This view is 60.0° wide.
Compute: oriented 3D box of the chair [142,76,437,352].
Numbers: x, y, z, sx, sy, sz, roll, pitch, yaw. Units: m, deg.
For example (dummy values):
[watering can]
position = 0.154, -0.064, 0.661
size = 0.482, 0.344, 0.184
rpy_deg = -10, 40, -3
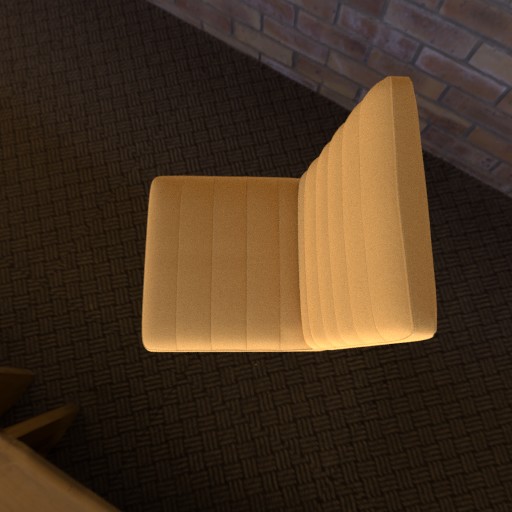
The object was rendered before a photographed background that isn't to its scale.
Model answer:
[chair]
position = 0.000, 0.000, 1.242
size = 0.634, 0.930, 0.520
rpy_deg = 0, 76, 0
